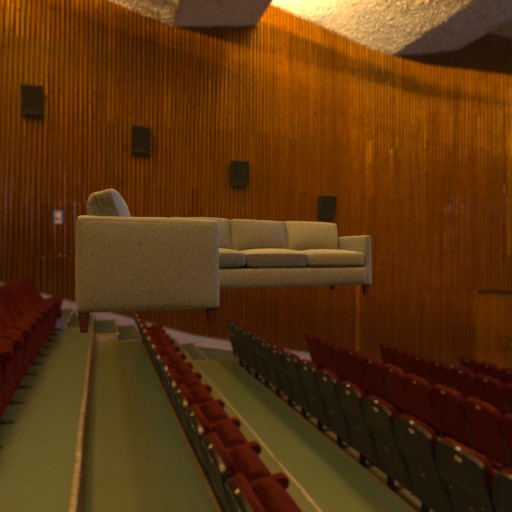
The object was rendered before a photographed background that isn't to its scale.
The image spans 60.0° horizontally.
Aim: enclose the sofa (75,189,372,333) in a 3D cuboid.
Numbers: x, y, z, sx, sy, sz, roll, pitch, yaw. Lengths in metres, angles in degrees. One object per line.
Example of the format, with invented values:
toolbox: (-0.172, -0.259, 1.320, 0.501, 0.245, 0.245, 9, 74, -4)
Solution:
sofa: (0.000, 0.000, 4.482, 3.301, 0.947, 2.592, 0, 0, -20)
